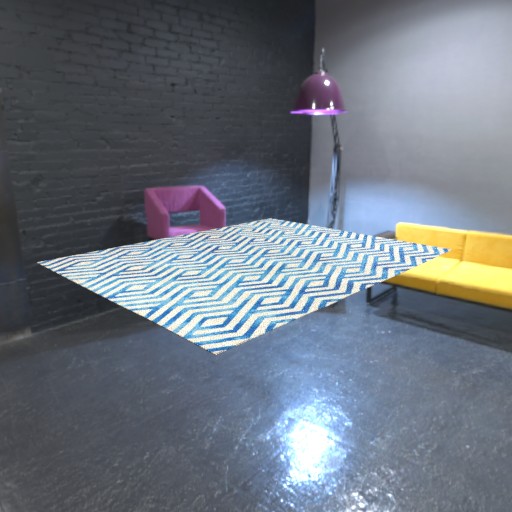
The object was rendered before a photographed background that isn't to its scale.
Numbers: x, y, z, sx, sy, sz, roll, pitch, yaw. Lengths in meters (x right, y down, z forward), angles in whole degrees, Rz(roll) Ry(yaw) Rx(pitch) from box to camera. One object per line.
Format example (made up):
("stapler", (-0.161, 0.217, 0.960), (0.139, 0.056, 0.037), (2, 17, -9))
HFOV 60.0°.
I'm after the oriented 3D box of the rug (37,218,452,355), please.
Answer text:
("rug", (0.000, 0.000, 4.155), (2.453, 0.008, 3.059), (15, 21, 43))
